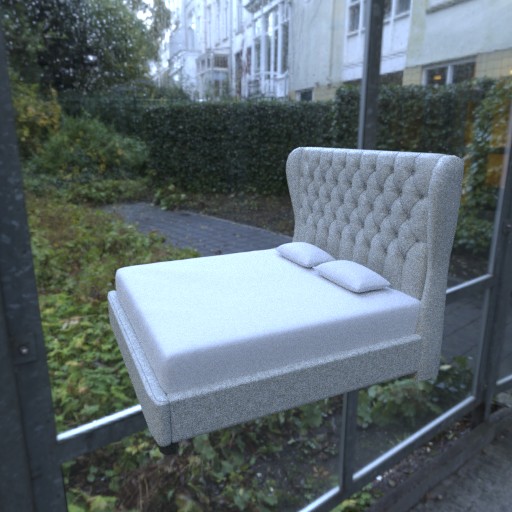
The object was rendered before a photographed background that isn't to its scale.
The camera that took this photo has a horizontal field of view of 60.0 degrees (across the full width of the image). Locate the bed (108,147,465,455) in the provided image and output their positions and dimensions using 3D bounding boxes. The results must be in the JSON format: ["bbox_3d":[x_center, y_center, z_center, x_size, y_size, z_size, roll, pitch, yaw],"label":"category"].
[{"bbox_3d":[0.000,0.000,3.872,2.347,1.771,2.219,-7,17,-24],"label":"bed"}]
